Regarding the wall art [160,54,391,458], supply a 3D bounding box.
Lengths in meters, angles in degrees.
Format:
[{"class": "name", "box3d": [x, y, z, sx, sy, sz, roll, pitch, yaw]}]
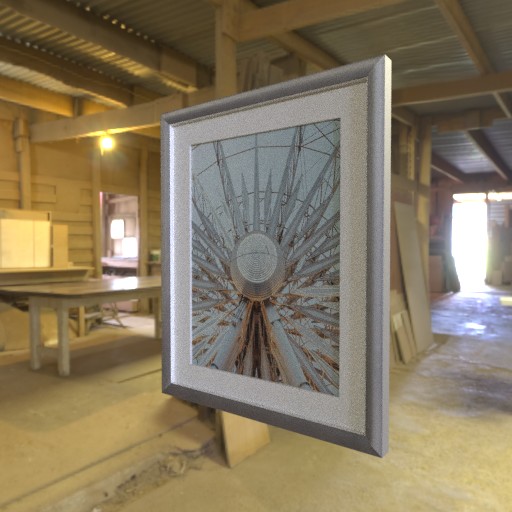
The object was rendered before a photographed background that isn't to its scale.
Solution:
[{"class": "wall art", "box3d": [0.000, 0.000, 0.759, 0.458, 0.558, 0.029, 1, 2, 37]}]
